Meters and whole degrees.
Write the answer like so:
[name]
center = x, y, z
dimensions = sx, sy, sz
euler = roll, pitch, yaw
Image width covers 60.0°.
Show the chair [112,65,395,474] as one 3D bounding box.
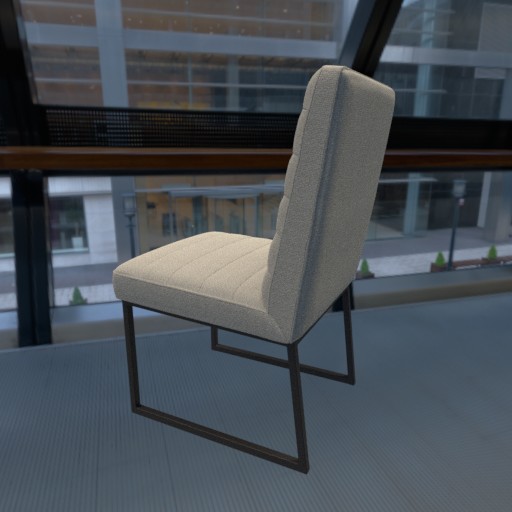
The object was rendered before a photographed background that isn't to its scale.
[chair]
center = 0.000, 0.000, 1.266
dimensions = 0.634, 0.930, 0.520
euler = 8, 17, 26
